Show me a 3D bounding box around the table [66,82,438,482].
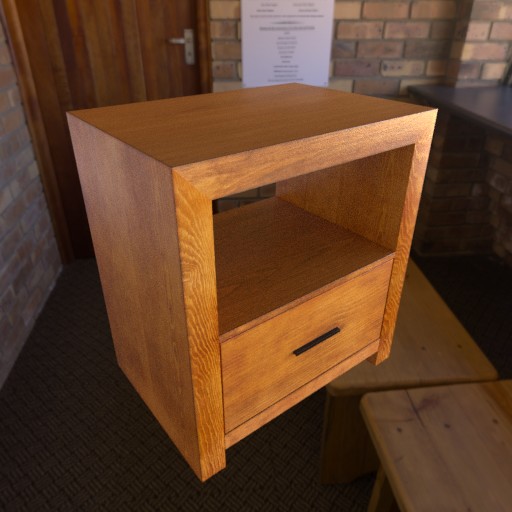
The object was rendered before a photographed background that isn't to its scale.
[{"bbox_3d":[0.000,0.000,0.951,0.550,0.605,0.400,-21,36,-32],"label":"table"}]
